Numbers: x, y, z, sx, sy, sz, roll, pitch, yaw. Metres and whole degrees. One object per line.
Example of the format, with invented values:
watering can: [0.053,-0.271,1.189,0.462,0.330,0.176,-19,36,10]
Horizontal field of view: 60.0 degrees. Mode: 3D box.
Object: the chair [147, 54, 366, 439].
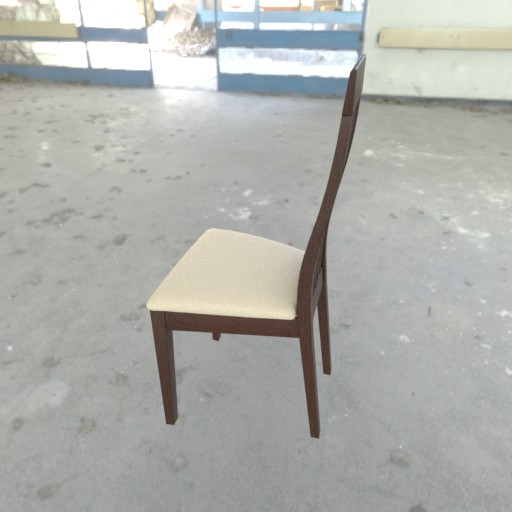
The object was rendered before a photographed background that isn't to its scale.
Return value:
chair: [0.000,0.000,1.249,0.474,1.027,0.460,8,31,13]
